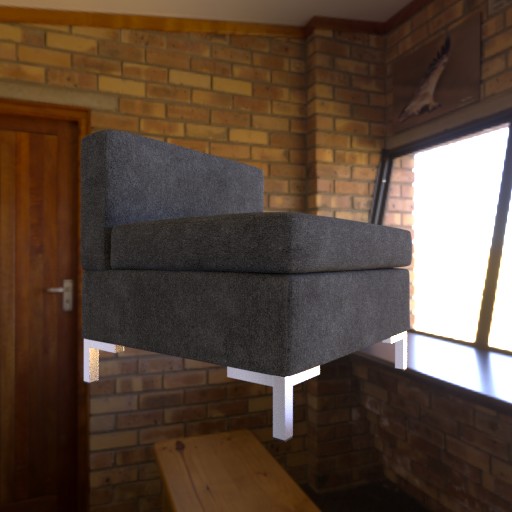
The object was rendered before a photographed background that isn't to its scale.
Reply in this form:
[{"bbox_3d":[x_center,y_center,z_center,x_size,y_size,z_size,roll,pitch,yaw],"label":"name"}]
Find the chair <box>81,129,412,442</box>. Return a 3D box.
[{"bbox_3d":[0.000,0.000,1.218,0.680,0.660,0.680,0,0,37],"label":"chair"}]
